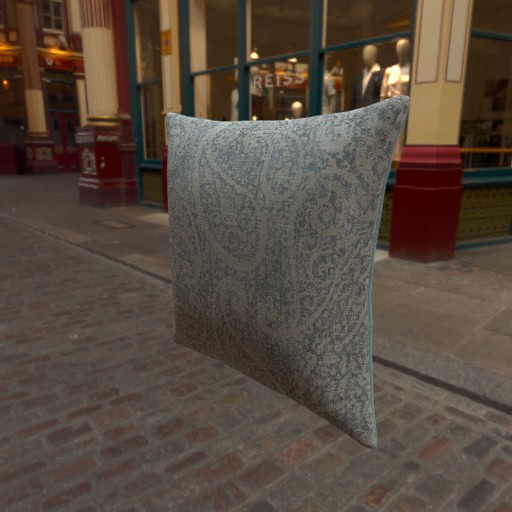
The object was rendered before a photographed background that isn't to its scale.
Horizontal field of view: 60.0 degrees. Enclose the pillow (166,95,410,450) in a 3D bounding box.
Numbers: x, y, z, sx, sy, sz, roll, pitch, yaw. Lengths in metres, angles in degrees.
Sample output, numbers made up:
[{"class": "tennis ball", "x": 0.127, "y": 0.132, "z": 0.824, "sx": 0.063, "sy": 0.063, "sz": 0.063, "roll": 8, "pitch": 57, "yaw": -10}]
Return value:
[{"class": "pillow", "x": 0.000, "y": 0.000, "z": 0.787, "sx": 0.166, "sy": 0.507, "sz": 0.526, "roll": -14, "pitch": 21, "yaw": -43}]
